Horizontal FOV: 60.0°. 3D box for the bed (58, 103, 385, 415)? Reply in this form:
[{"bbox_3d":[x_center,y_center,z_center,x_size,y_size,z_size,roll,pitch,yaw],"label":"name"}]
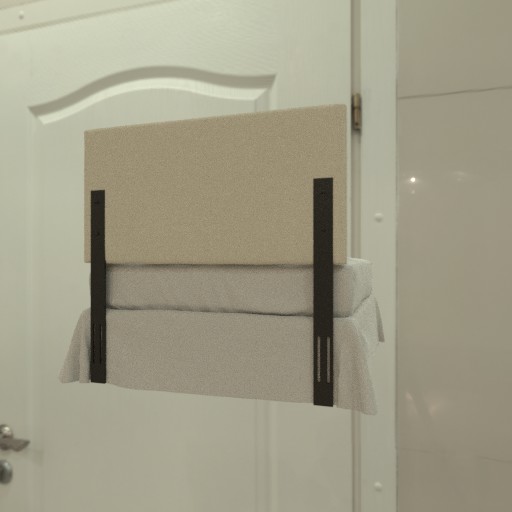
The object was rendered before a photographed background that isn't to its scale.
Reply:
[{"bbox_3d":[0.000,0.000,3.493,1.936,1.577,2.222,0,0,18],"label":"bed"}]
